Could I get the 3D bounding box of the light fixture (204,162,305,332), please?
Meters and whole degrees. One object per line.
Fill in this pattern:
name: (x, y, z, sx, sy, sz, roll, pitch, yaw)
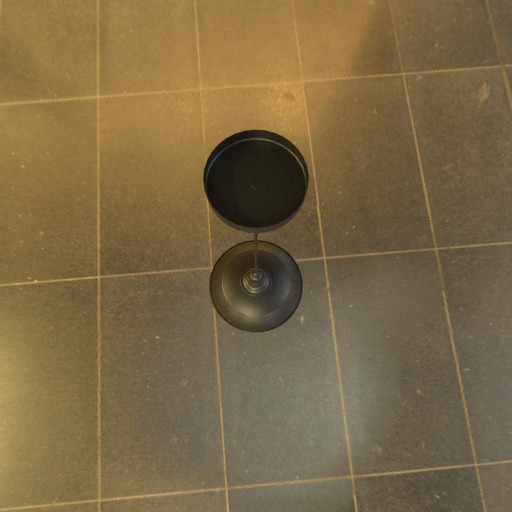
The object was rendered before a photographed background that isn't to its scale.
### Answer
light fixture: (0.000, 0.000, 1.138, 0.331, 0.993, 0.331, -24, 78, -6)
